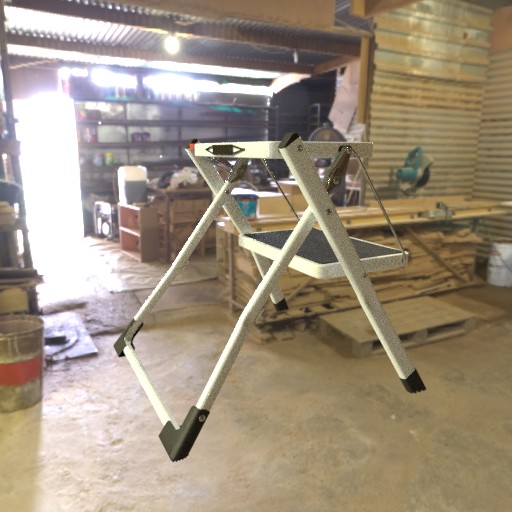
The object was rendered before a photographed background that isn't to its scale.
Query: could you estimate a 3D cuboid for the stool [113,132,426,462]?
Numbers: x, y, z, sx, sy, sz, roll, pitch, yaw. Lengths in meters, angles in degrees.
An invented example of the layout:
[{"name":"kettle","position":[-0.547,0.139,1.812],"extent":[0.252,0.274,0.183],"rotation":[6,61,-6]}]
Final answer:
[{"name":"stool","position":[0.000,0.000,0.855],"extent":[0.490,0.445,0.485],"rotation":[-7,15,-27]}]
